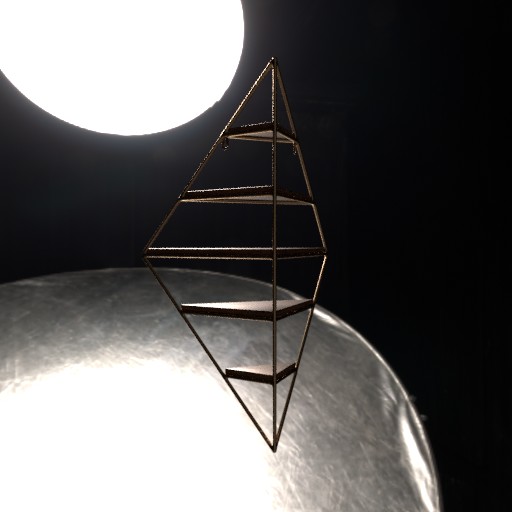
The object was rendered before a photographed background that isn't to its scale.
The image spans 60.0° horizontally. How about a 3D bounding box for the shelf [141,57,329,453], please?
[{"bbox_3d":[0.000,0.000,1.158,0.564,0.913,0.294,0,2,-18],"label":"shelf"}]
